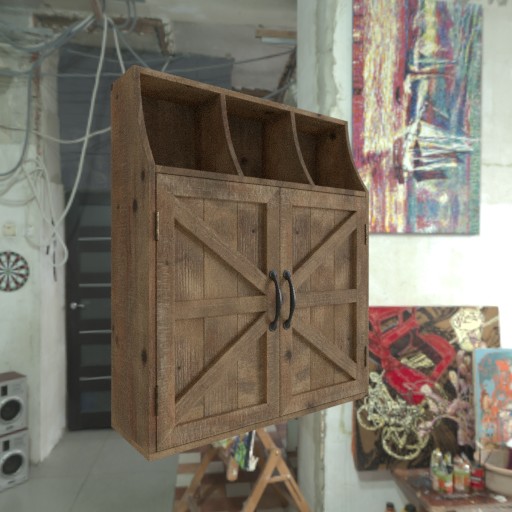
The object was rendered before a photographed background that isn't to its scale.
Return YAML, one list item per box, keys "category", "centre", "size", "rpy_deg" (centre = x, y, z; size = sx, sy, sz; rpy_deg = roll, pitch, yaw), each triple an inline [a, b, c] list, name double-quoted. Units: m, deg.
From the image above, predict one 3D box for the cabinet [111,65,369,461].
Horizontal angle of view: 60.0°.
- category: "cabinet"
  centre: [0.000, 0.000, 0.839]
  size: [0.489, 0.590, 0.184]
  rpy_deg: [0, 0, -37]
